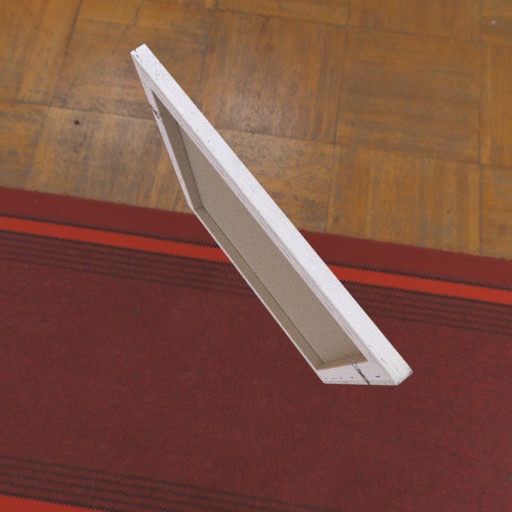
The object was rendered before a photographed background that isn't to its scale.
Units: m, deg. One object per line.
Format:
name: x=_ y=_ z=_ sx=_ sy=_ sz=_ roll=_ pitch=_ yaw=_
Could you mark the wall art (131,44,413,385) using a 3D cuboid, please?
wall art: x=0.000 y=0.000 z=1.126 sx=0.038 sy=0.762 sz=0.762 roll=-36 pitch=77 yaw=-9
